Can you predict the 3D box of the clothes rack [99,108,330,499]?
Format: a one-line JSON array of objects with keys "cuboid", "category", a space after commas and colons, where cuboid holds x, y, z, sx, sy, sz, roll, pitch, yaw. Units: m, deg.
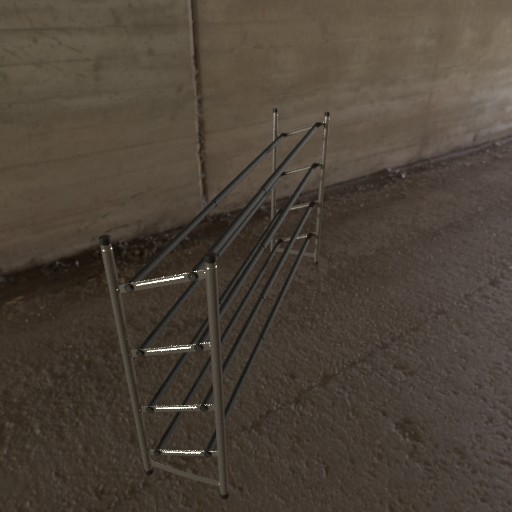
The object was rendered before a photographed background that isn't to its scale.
[{"cuboid": [0.000, 0.000, 1.406, 0.229, 0.672, 1.168, 9, 31, 15], "category": "clothes rack"}]
